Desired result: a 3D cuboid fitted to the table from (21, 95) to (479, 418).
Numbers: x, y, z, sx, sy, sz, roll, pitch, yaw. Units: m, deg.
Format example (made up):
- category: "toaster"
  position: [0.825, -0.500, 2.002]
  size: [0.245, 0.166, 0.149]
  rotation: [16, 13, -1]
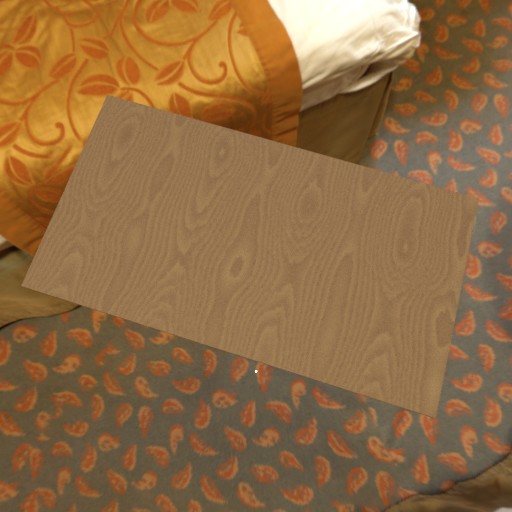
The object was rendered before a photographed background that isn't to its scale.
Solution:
- category: "table"
  position: [0.000, 0.000, 1.460]
  size: [1.197, 0.347, 0.651]
  rotation: [17, 76, 4]
